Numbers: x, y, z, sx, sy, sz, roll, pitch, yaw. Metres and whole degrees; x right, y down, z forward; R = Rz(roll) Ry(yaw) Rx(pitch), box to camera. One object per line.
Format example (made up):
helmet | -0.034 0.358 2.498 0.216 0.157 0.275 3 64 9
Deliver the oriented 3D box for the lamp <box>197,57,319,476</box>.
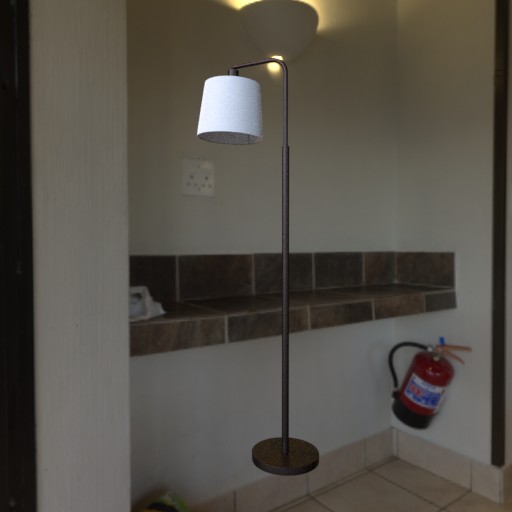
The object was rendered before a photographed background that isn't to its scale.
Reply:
lamp | 0.000 0.000 1.678 0.508 1.478 0.254 1 2 35
